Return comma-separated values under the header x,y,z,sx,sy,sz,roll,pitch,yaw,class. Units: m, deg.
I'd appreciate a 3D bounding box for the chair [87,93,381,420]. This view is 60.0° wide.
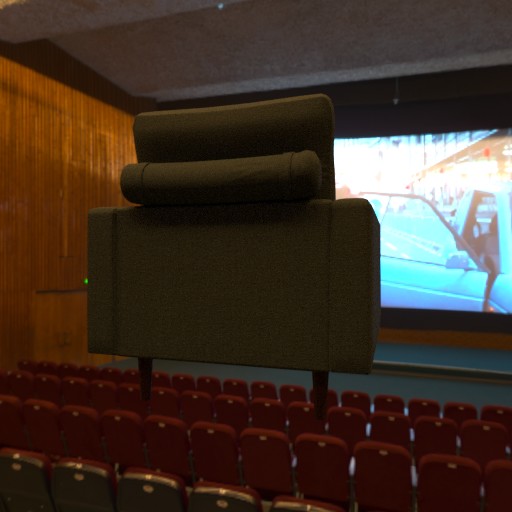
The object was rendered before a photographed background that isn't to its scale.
x,y,z,sx,sy,sz,roll,pitch,yaw,class
0.000,0.000,1.543,0.821,0.880,0.843,0,0,17,chair
